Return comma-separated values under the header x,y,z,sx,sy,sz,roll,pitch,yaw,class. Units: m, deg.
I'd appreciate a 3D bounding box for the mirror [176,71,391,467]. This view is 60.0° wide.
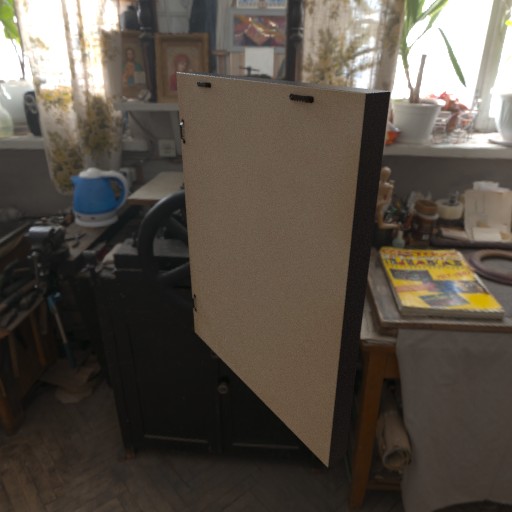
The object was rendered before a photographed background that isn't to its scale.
x,y,z,sx,sy,sz,roll,pitch,yaw,class
0.000,0.000,0.685,0.041,0.508,0.405,-17,30,-31,mirror
